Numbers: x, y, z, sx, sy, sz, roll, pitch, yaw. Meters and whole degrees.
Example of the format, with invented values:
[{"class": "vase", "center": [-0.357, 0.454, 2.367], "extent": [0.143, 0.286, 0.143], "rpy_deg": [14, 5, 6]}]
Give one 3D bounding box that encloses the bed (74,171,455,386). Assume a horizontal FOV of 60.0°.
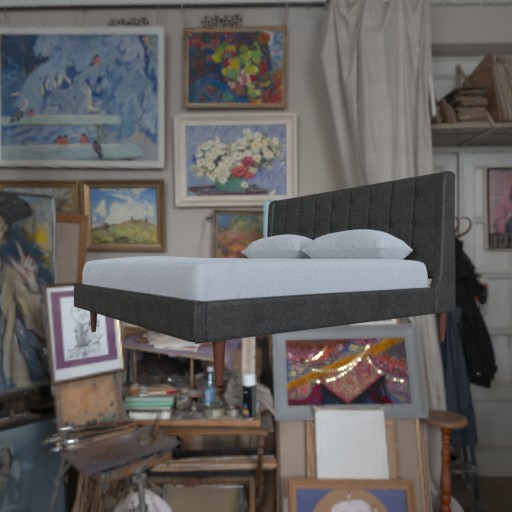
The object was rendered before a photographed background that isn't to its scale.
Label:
[{"class": "bed", "center": [0.000, 0.000, 3.201], "extent": [2.031, 1.158, 1.903], "rpy_deg": [0, -1, -37]}]
